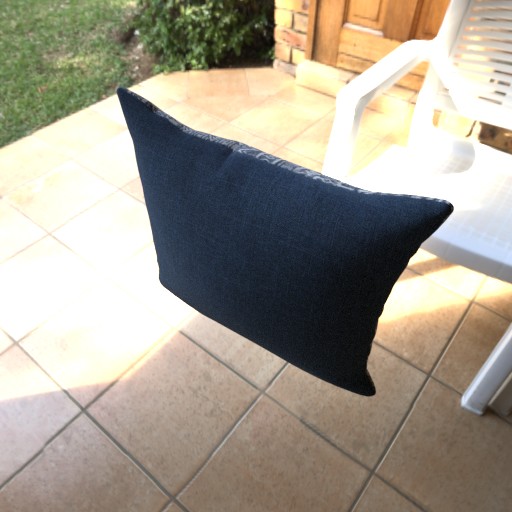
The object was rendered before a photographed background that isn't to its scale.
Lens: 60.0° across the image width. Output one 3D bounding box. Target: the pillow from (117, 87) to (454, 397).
[{"bbox_3d":[0.000,0.000,0.784,0.546,0.487,0.180,25,52,22],"label":"pillow"}]
